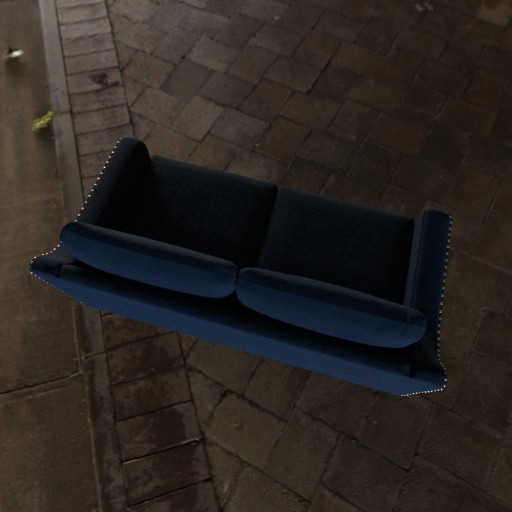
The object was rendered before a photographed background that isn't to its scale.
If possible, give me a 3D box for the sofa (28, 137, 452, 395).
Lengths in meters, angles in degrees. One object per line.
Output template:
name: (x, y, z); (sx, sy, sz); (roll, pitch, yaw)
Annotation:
sofa: (0.000, 0.000, 2.643); (2.107, 0.983, 1.104); (15, 65, 7)
